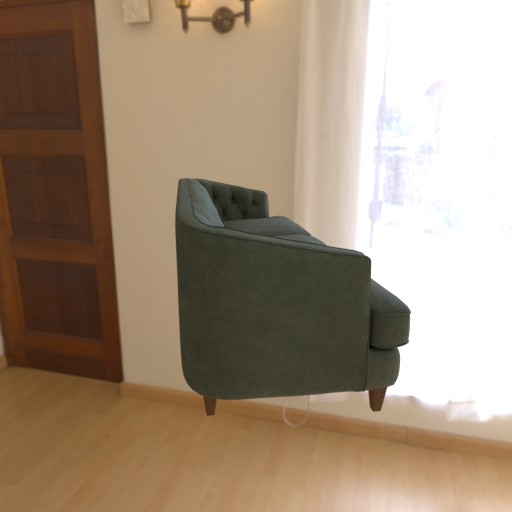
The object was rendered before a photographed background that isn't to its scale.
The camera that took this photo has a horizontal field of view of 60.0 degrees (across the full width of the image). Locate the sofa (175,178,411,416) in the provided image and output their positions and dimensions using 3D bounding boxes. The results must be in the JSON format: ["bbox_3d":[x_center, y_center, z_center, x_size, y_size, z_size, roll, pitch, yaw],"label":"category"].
[{"bbox_3d":[0.000,0.000,2.757,0.941,0.855,2.278,-2,15,-9],"label":"sofa"}]
